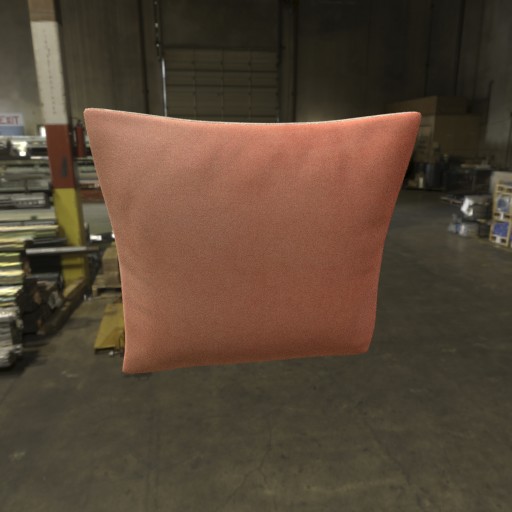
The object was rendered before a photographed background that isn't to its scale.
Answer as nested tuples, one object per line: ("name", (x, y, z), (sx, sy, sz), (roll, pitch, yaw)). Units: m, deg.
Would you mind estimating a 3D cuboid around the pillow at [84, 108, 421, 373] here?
("pillow", (0.000, 0.000, 0.651), (0.424, 0.401, 0.177), (-3, 15, -10))
